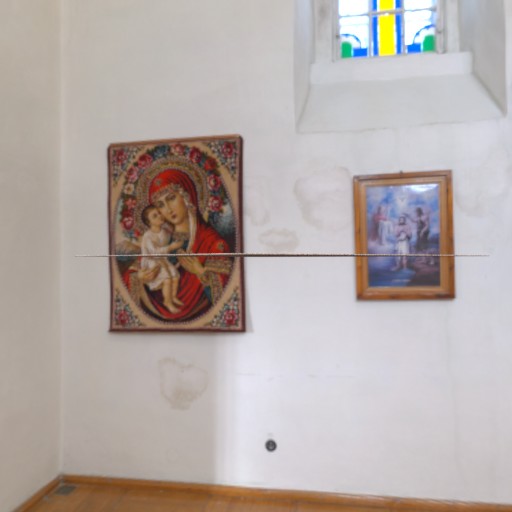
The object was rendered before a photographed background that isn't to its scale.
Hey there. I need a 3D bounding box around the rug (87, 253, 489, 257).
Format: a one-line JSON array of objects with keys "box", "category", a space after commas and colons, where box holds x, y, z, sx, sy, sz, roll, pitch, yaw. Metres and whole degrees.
[{"box": [0.000, 0.000, 4.084, 2.442, 0.008, 3.046, 0, 0, -36], "category": "rug"}]
